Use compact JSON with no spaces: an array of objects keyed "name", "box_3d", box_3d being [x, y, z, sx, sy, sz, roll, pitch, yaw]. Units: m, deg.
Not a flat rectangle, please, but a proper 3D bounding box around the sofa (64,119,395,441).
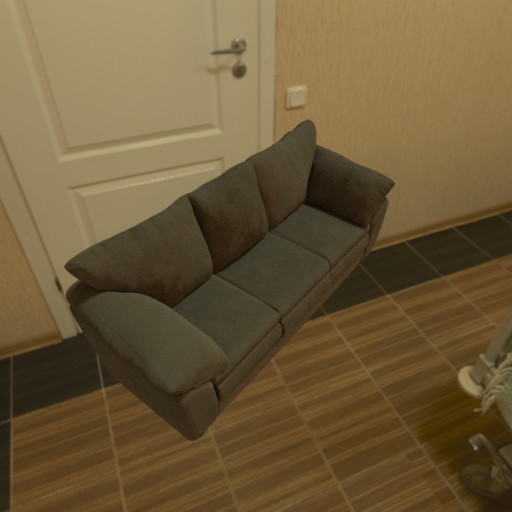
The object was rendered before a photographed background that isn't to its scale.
[{"name":"sofa","box_3d":[0.000,0.000,2.964,0.878,1.073,2.336,27,47,28]}]
